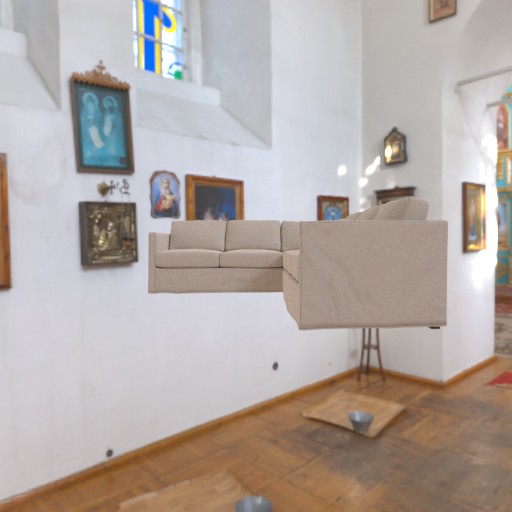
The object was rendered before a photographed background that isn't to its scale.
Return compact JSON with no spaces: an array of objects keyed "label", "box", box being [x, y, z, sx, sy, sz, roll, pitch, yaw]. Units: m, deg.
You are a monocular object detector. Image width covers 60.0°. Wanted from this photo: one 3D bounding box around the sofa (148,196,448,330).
[{"label":"sofa","box":[0.000,0.000,4.337,2.432,0.871,3.182,0,1,1]}]
